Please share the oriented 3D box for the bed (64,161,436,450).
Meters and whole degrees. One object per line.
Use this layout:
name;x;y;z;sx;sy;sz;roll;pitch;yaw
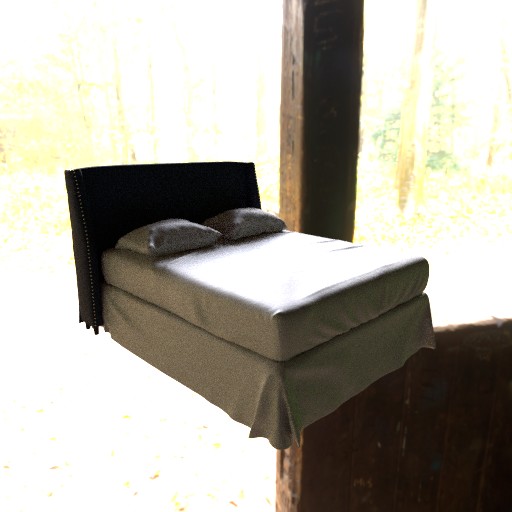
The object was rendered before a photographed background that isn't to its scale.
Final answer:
bed;0.000;0.000;3.389;1.925;1.332;2.276;-14;20;-43
